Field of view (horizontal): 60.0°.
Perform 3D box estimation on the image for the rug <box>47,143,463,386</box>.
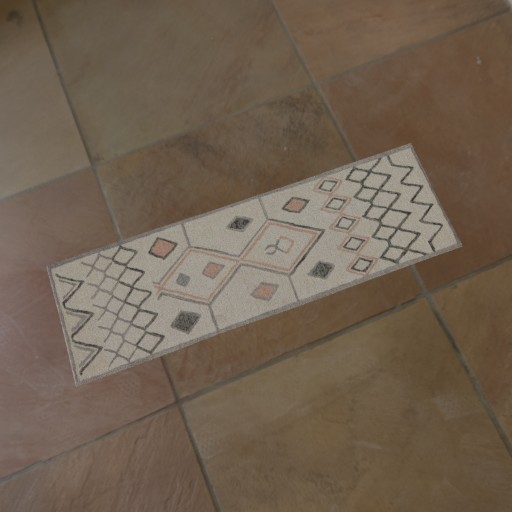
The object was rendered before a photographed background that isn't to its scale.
[{"bbox_3d":[0.000,0.000,2.708,2.435,0.011,0.750,-19,76,-5],"label":"rug"}]
